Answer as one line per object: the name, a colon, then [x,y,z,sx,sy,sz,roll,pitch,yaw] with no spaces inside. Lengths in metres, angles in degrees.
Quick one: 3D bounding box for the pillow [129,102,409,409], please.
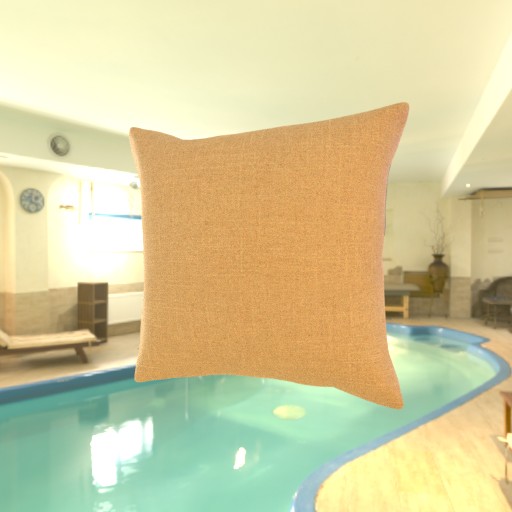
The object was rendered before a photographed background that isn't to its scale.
pillow: [0.000,0.000,0.636,0.414,0.399,0.173,0,1,18]
